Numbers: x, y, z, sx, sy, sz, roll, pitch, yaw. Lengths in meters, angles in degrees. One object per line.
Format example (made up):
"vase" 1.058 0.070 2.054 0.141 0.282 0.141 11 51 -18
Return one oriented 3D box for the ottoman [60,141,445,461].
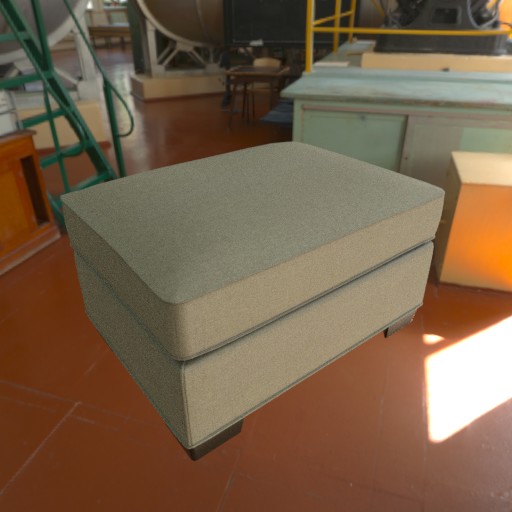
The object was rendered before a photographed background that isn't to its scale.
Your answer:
"ottoman" 0.000 0.000 1.260 0.843 0.504 0.619 -21 36 -32
